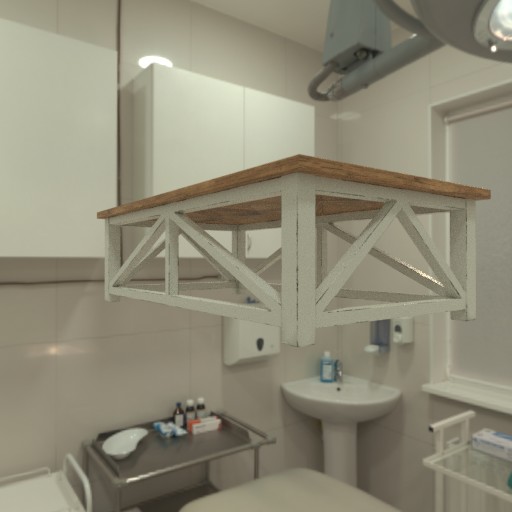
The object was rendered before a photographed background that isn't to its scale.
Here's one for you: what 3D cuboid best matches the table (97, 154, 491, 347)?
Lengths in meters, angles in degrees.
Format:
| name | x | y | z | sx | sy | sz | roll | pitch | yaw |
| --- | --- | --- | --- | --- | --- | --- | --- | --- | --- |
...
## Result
| name | x | y | z | sx | sy | sz | roll | pitch | yaw |
| --- | --- | --- | --- | --- | --- | --- | --- | --- | --- |
| table | 0.000 | 0.000 | 1.716 | 0.800 | 0.410 | 1.400 | 0 | -1 | -36 |
